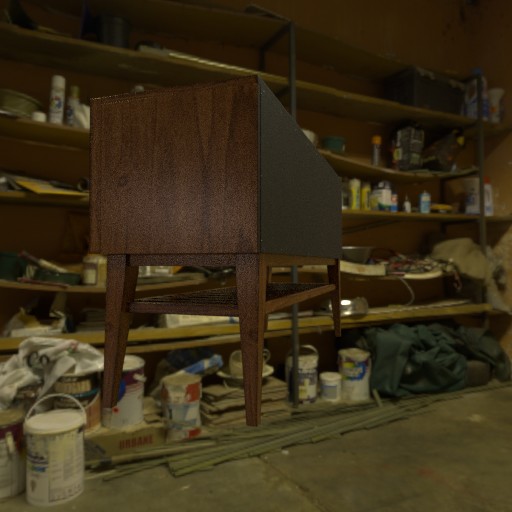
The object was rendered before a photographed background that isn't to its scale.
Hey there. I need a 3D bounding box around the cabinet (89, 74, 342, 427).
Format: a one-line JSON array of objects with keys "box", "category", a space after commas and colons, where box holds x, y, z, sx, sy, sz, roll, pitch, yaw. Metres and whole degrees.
[{"box": [0.000, 0.000, 1.724, 0.477, 0.802, 1.363, 0, -1, 19], "category": "cabinet"}]
